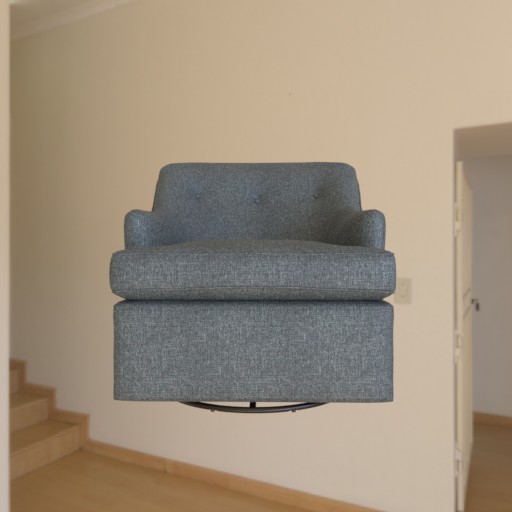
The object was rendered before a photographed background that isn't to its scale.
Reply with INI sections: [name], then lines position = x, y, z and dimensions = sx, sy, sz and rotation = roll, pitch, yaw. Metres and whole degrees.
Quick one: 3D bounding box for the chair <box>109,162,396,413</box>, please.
[chair]
position = 0.000, 0.000, 1.618
dimensions = 0.864, 0.856, 0.923
rotation = 0, 0, 1
